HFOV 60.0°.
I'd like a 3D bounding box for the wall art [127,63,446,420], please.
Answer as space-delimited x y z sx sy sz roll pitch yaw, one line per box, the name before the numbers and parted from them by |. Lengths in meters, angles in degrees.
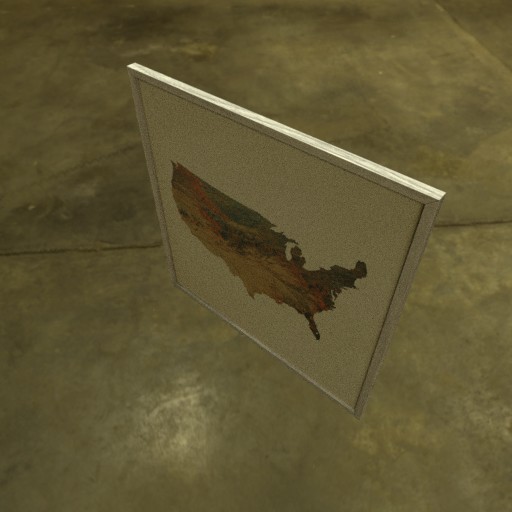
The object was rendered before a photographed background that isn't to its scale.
wall art | 0.000 0.000 0.749 0.508 0.507 0.016 31 53 27
